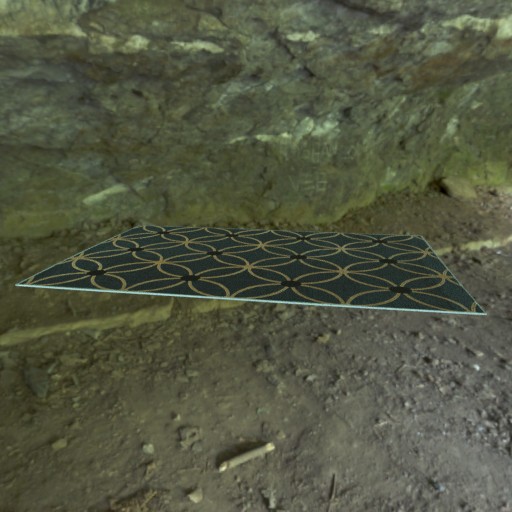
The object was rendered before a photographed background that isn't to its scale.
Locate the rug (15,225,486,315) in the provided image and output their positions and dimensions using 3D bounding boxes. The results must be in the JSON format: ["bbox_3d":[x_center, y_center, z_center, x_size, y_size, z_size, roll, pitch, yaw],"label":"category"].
[{"bbox_3d":[0.000,0.000,2.818,2.284,0.008,1.522,3,16,9],"label":"rug"}]
